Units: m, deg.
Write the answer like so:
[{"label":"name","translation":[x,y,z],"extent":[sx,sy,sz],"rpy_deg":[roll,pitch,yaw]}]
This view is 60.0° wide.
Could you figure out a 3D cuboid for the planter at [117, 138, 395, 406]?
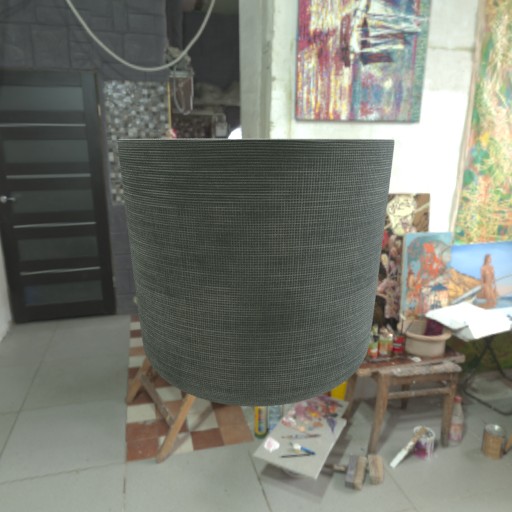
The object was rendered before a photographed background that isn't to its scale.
[{"label":"planter","translation":[0.000,0.000,0.784],"extent":[0.440,0.398,0.440],"rpy_deg":[0,14,0]}]
